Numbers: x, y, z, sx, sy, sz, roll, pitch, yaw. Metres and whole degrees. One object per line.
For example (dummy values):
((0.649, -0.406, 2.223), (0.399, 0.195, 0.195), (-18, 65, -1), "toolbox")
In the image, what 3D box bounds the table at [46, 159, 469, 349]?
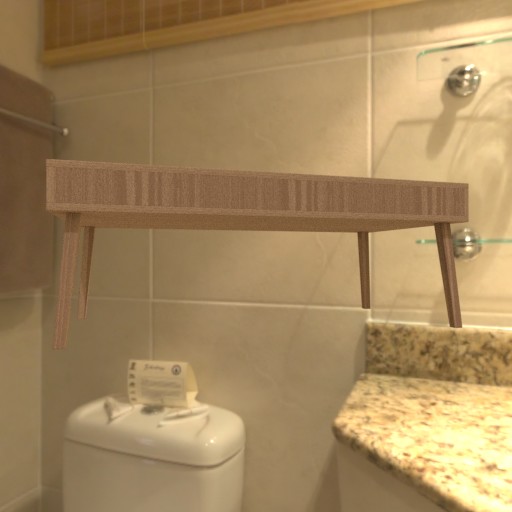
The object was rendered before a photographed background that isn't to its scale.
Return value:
((0.000, 0.000, 1.493), (1.200, 0.450, 0.600), (0, 0, -16), "table")
